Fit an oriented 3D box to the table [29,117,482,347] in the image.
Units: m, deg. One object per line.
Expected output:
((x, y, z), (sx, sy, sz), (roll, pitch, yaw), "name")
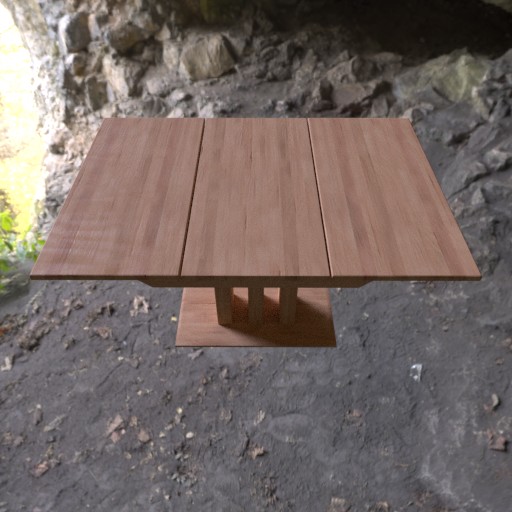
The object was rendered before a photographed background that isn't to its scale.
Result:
((0.000, 0.000, 1.858), (1.300, 0.770, 0.900), (0, 46, 0), "table")
